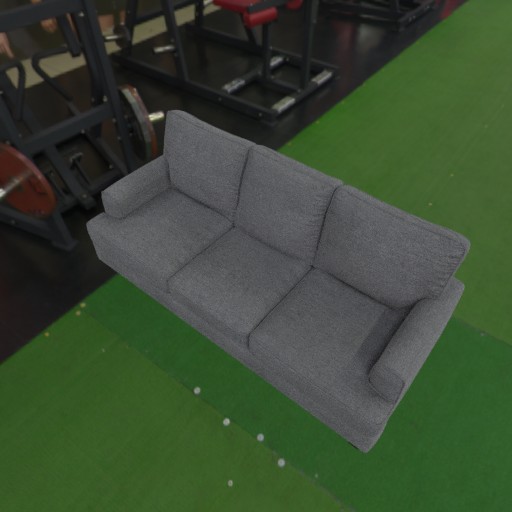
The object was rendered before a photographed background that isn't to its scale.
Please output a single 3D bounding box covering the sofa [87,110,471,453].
[{"bbox_3d":[0.000,0.000,2.645,2.158,0.965,0.951,30,53,26],"label":"sofa"}]
